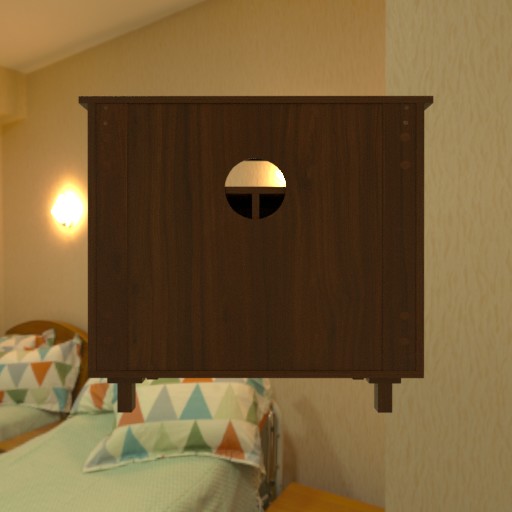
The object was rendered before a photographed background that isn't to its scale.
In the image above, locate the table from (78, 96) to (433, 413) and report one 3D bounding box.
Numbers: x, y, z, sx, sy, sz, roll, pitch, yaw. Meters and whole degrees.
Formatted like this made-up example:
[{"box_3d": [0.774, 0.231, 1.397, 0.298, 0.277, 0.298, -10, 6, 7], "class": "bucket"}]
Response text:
[{"box_3d": [0.000, 0.000, 1.197, 0.802, 0.725, 0.390, 0, 0, 0], "class": "table"}]
